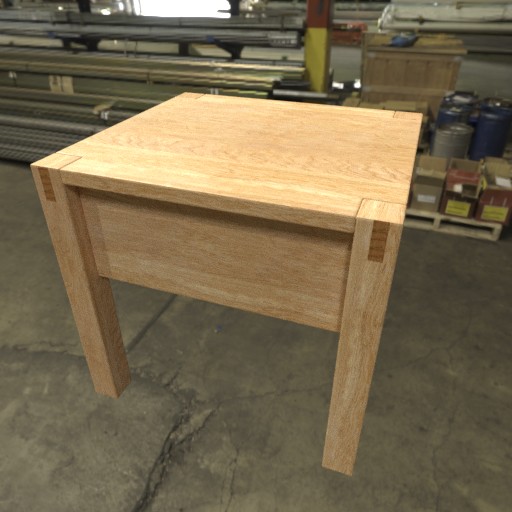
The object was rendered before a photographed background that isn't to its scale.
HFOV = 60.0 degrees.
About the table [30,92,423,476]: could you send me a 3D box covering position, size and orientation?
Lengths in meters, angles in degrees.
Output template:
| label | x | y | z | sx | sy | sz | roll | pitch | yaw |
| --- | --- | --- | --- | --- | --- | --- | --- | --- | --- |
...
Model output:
| label | x | y | z | sx | sy | sz | roll | pitch | yaw |
| --- | --- | --- | --- | --- | --- | --- | --- | --- | --- |
| table | 0.000 | 0.000 | 0.814 | 0.480 | 0.450 | 0.440 | 11 | 35 | 17 |
